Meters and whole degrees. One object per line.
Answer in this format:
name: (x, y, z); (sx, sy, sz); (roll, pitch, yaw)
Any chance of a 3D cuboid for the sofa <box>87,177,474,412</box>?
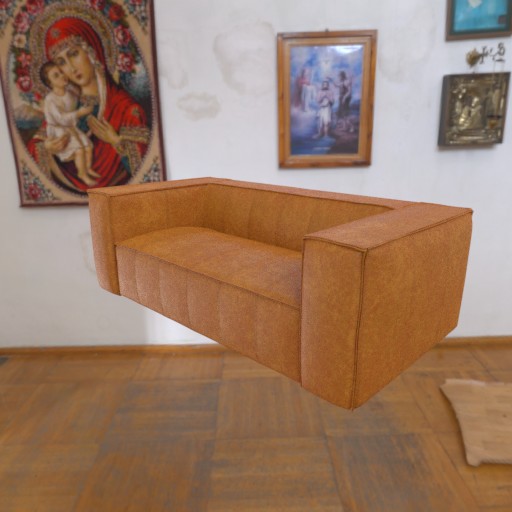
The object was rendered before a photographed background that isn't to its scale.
sofa: (0.000, 0.000, 2.618); (2.088, 0.703, 1.102); (15, 22, 42)
